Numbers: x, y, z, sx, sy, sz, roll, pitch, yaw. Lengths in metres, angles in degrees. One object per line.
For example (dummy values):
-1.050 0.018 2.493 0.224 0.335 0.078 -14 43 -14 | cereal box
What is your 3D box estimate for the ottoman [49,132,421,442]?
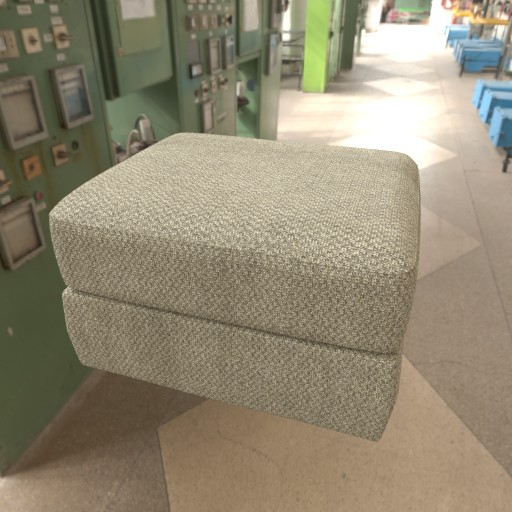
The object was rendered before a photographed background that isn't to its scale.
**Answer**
0.000 0.000 1.111 0.751 0.476 0.603 9 32 15 | ottoman
